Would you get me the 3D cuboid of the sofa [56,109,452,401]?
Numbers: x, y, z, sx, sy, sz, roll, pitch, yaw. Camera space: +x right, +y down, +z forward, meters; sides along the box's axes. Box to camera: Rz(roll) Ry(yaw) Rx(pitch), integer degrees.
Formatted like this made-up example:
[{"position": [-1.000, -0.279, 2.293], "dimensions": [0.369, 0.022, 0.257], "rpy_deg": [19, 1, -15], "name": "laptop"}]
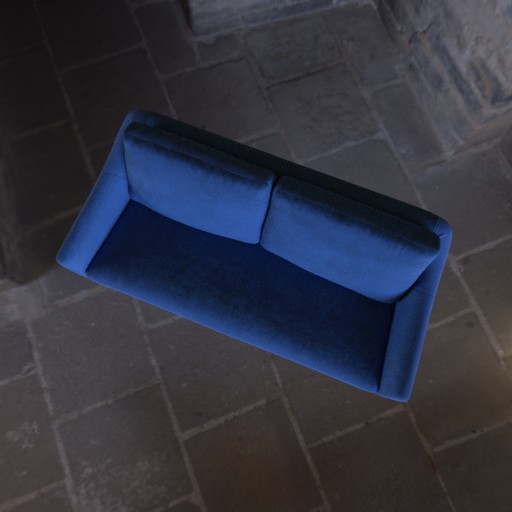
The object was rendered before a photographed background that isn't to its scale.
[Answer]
[{"position": [0.000, 0.000, 2.584], "dimensions": [2.036, 0.903, 0.960], "rpy_deg": [21, 77, 5], "name": "sofa"}]
